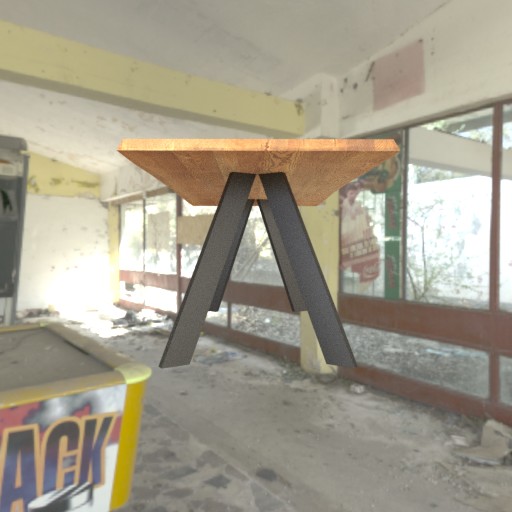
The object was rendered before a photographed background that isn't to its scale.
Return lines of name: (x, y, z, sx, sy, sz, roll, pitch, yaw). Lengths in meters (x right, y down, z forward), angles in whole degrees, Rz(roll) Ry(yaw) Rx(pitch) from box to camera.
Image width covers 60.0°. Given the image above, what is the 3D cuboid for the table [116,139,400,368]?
table: (0.000, 0.000, 2.300, 0.900, 0.770, 1.800, 0, 1, -1)
